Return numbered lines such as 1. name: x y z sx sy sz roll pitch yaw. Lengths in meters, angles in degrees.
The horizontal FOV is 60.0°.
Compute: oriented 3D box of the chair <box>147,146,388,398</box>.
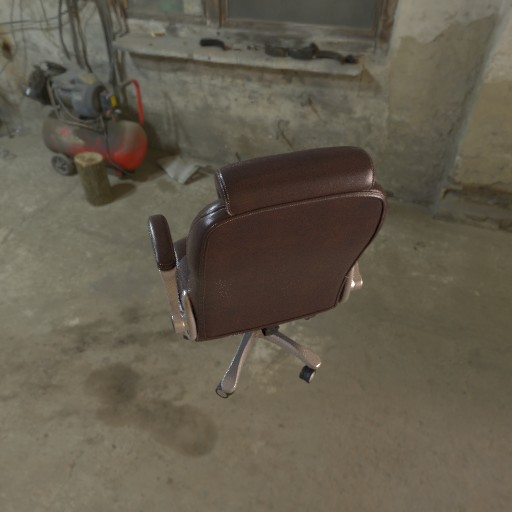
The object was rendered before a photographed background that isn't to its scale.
1. chair: 0.000 0.000 1.663 0.733 1.160 0.774 -12 43 -13
